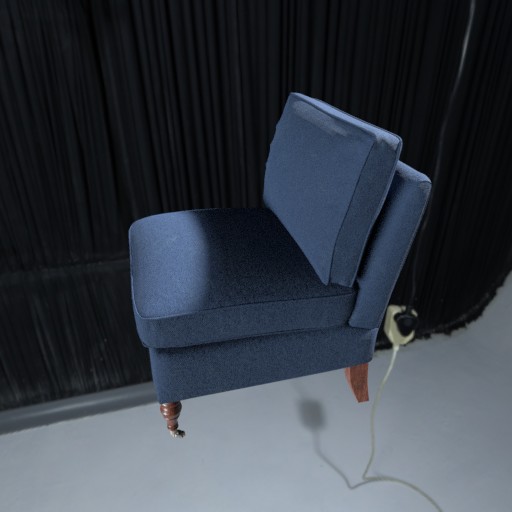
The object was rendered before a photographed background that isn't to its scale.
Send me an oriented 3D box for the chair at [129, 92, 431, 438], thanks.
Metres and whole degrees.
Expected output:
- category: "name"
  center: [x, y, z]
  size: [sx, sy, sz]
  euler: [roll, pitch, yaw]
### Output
- category: "chair"
  center: [0.000, 0.000, 1.671]
  size: [0.912, 1.052, 0.724]
  euler: [-8, 30, -13]
